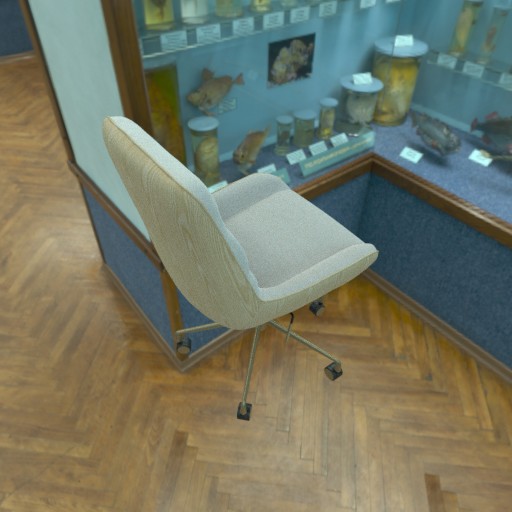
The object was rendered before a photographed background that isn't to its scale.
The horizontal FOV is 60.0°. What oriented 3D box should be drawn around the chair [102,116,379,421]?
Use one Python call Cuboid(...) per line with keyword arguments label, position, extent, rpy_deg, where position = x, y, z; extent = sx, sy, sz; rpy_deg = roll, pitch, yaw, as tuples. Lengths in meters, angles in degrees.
Cuboid(label="chair", position=(0.000, 0.000, 1.356), extent=(0.668, 0.952, 0.564), rpy_deg=(-26, 49, -25))
